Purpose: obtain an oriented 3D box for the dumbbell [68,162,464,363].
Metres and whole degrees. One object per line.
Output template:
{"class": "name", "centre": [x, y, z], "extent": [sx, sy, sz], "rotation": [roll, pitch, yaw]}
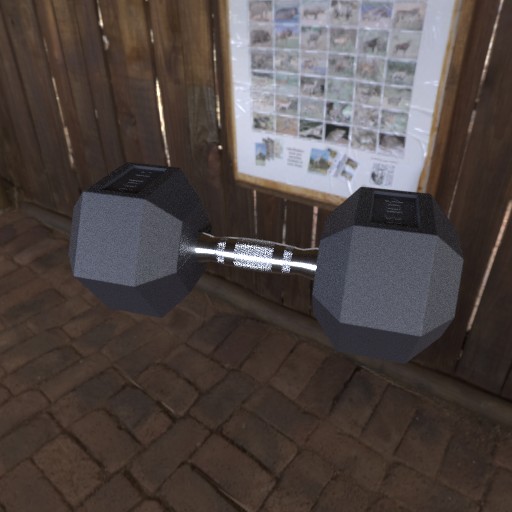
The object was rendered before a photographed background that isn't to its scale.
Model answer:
{"class": "dumbbell", "centre": [0.000, 0.000, 0.439], "extent": [0.361, 0.137, 0.157], "rotation": [8, 33, 13]}
